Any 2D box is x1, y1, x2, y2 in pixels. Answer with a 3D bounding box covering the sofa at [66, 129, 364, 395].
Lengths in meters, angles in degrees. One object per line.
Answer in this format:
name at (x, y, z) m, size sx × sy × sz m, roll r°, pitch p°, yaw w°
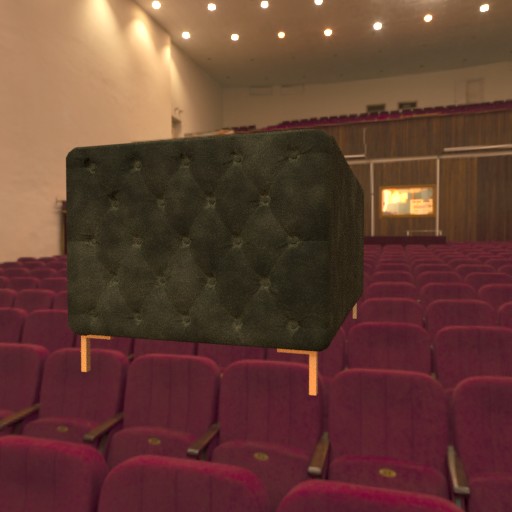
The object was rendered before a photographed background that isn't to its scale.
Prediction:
sofa at (0.000, 0.000, 2.067) m, size 0.895 × 0.768 × 1.537 m, roll 0°, pitch 2°, yaw 17°
